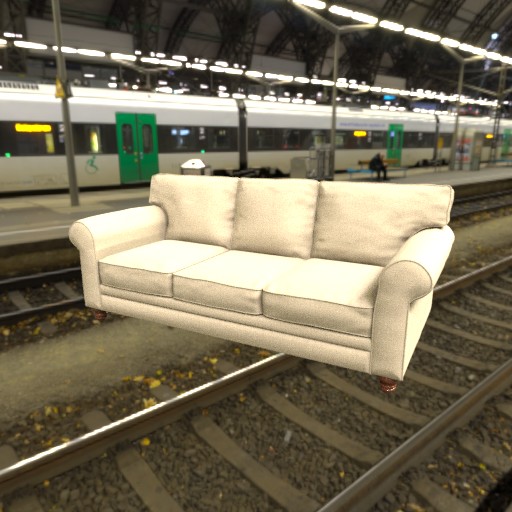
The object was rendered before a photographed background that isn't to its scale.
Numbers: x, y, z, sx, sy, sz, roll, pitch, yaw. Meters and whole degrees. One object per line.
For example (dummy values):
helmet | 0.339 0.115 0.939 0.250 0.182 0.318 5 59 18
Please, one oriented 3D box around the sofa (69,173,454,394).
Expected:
sofa | 0.000 0.000 2.664 2.118 0.889 0.998 8 16 27
